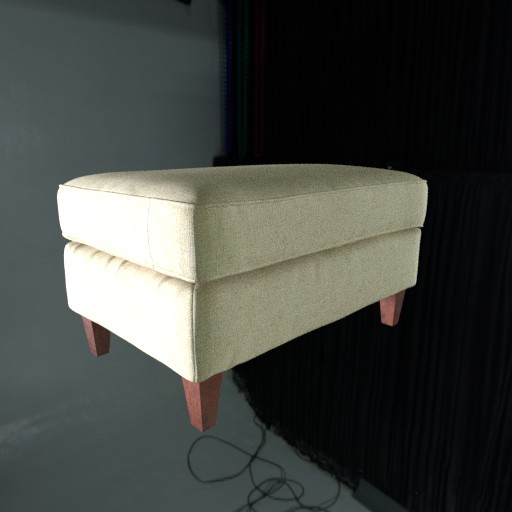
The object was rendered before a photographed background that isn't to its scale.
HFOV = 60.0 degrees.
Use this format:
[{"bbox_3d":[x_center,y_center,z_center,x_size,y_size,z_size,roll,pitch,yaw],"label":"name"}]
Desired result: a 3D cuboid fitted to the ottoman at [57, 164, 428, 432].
[{"bbox_3d":[0.000,0.000,1.226,0.862,0.484,0.583,-14,20,-43],"label":"ottoman"}]
